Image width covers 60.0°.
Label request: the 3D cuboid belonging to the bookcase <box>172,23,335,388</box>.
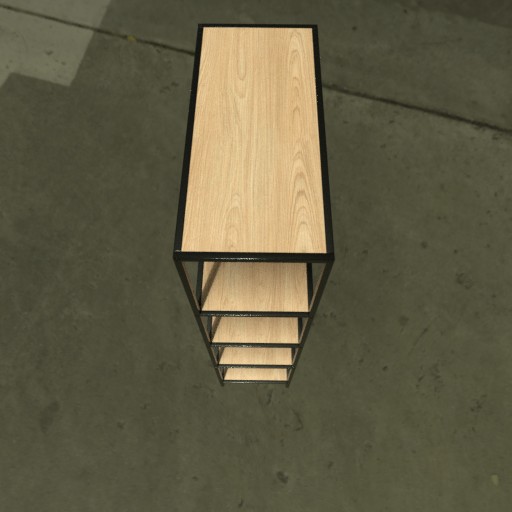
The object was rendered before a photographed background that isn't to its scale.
[{"bbox_3d":[0.000,0.000,1.796,0.350,1.500,0.770,1,63,0],"label":"bookcase"}]
